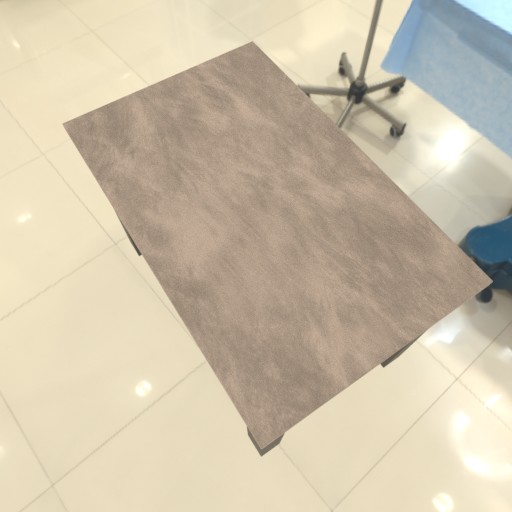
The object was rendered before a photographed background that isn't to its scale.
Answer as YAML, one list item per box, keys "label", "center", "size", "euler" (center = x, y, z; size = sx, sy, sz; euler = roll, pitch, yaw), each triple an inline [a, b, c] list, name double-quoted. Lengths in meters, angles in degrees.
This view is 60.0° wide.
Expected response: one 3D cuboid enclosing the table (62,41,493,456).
- label: "table"
  center: [0.000, 0.000, 1.559]
  size: [0.700, 0.734, 1.100]
  euler: [-30, 66, -15]
